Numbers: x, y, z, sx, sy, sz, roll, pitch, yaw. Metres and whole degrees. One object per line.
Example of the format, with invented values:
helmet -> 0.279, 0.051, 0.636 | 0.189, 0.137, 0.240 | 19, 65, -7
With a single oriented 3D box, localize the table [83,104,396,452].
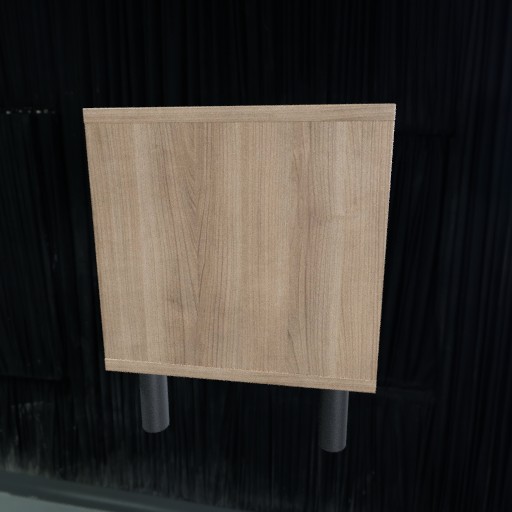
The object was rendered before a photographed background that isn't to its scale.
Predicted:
table -> 0.000, 0.000, 0.776 | 0.380, 0.460, 0.445 | 2, 14, 9
